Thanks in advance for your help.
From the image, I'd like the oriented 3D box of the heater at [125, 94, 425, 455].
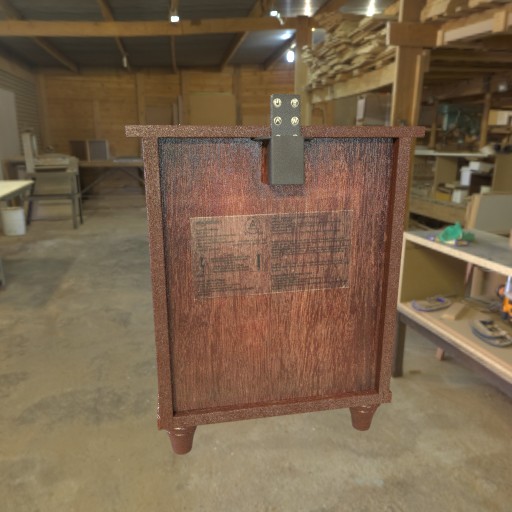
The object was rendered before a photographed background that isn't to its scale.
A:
[{"bbox_3d":[0.000,0.000,0.743,0.362,0.481,0.400,-3,15,-11],"label":"heater"}]
